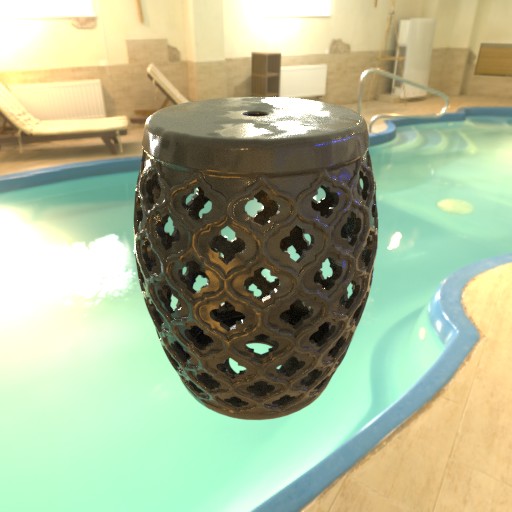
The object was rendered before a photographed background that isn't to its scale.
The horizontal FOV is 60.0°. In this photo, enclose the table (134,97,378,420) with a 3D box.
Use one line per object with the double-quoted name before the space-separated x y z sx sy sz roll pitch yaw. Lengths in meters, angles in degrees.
"table" 0.000 0.000 0.623 0.325 0.388 0.325 0 29 0
